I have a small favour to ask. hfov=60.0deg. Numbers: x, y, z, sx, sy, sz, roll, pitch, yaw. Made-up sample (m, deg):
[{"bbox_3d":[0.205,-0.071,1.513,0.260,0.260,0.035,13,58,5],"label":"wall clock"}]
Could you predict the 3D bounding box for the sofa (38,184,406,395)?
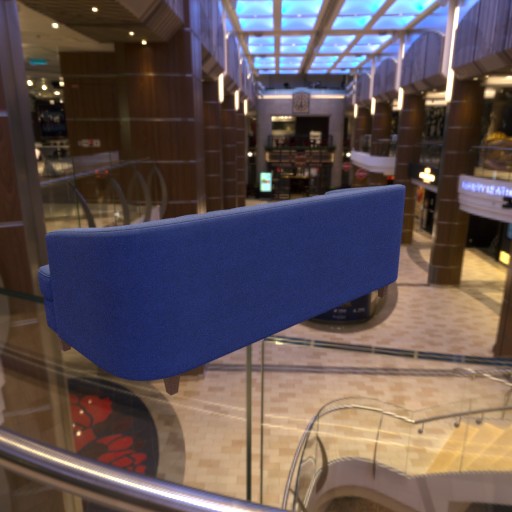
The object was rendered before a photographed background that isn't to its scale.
[{"bbox_3d":[0.000,0.000,2.688,2.235,0.787,0.914,-14,21,-41],"label":"sofa"}]
